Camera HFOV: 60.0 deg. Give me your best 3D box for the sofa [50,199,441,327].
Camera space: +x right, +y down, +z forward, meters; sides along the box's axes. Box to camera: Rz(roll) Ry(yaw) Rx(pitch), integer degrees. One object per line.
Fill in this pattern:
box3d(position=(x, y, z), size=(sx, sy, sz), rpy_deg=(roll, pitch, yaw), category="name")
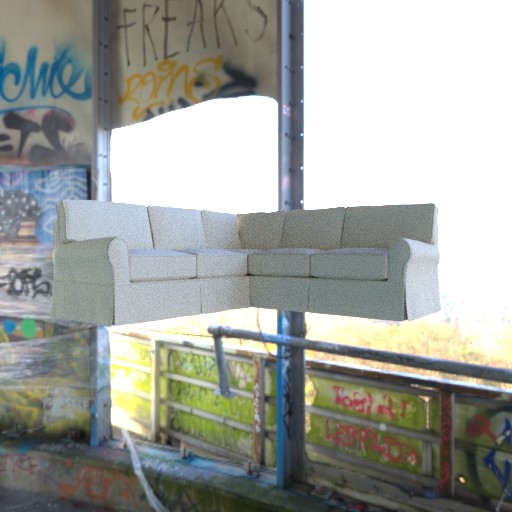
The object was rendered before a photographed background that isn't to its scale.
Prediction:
box3d(position=(0.000, 0.000, 4.070), size=(2.597, 1.070, 2.591), rpy_deg=(0, 0, 38), category="sofa")
